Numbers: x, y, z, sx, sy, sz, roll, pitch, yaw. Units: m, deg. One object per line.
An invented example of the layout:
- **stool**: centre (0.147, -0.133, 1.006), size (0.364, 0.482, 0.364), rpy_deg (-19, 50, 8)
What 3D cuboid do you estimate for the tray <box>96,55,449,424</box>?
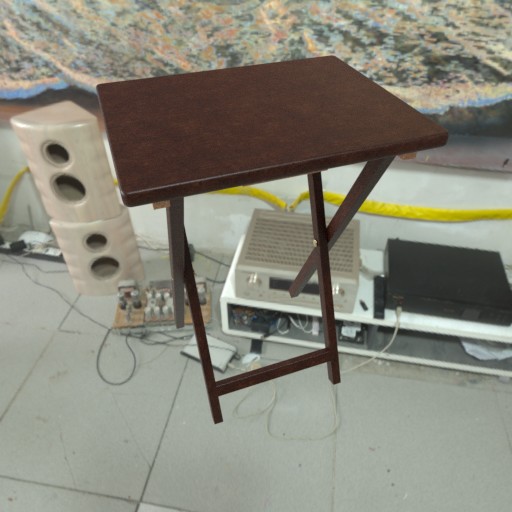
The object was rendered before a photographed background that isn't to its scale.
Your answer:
- **tray**: centre (0.000, 0.000, 0.947), size (0.483, 0.660, 0.381), rpy_deg (-13, 43, -15)
